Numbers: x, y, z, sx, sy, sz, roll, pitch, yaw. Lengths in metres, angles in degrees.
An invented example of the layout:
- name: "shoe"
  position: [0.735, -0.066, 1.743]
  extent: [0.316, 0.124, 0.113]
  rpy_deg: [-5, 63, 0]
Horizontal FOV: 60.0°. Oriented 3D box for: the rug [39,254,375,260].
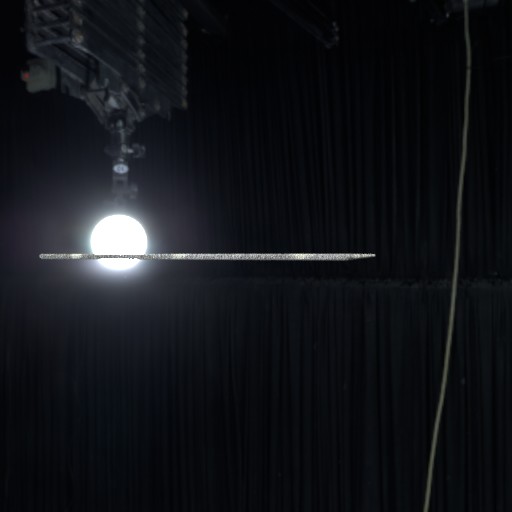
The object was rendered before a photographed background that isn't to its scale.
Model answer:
- name: "rug"
  position: [0.000, 0.000, 3.048]
  extent: [1.501, 0.025, 2.348]
  rpy_deg: [0, 0, 17]
